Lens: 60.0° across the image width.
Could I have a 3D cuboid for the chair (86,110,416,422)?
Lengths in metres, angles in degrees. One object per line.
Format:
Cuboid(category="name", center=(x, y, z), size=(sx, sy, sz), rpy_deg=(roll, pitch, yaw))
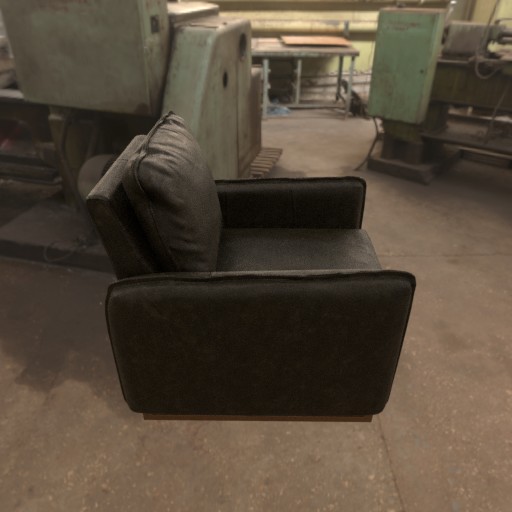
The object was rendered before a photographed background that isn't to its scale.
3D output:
Cuboid(category="chair", center=(0.000, 0.000, 1.608), size=(0.921, 0.921, 0.830), rpy_deg=(0, 32, 1))
